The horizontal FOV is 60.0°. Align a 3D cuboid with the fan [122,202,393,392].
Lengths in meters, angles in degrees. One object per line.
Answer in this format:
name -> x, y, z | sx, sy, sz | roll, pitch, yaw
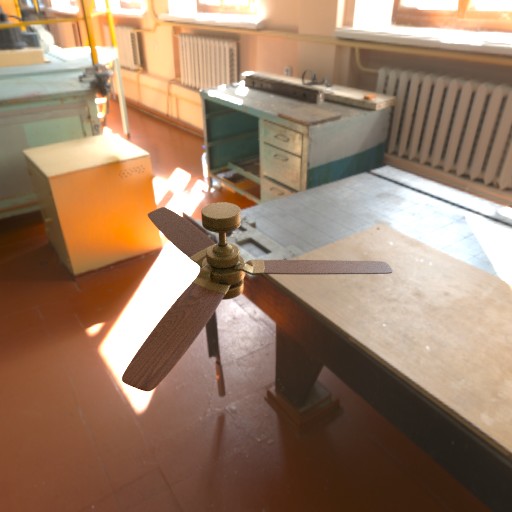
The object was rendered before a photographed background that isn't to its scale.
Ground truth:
fan -> 0.000, 0.000, 2.019 | 1.271, 0.425, 1.416 | 0, 31, 0
